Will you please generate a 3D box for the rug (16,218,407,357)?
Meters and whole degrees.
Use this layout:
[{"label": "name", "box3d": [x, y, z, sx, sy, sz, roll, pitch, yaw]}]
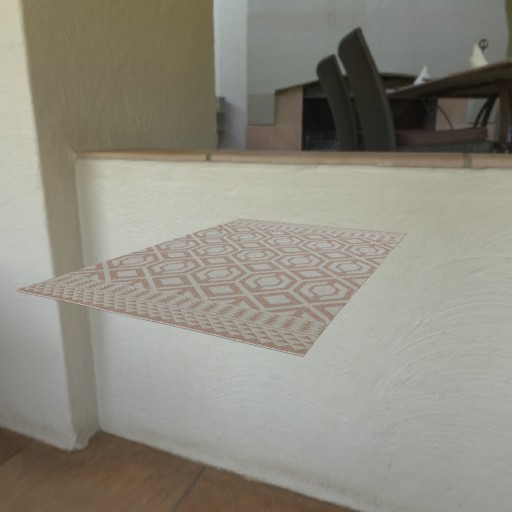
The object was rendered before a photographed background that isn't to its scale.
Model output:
[{"label": "rug", "box3d": [0.000, 0.000, 2.287, 1.219, 0.008, 1.829, 7, 16, 26]}]
